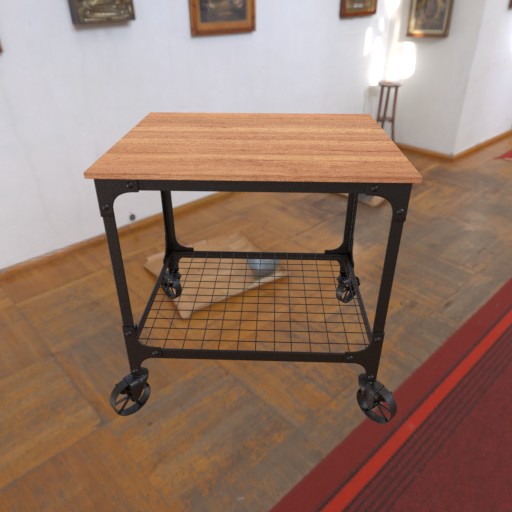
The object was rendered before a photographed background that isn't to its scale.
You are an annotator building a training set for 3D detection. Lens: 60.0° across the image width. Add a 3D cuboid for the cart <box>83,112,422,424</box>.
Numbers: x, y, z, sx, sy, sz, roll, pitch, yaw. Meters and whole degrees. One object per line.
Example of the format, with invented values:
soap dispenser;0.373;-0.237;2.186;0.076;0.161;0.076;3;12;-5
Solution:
cart;0.000;0.000;1.126;0.666;0.603;0.558;1;30;2
